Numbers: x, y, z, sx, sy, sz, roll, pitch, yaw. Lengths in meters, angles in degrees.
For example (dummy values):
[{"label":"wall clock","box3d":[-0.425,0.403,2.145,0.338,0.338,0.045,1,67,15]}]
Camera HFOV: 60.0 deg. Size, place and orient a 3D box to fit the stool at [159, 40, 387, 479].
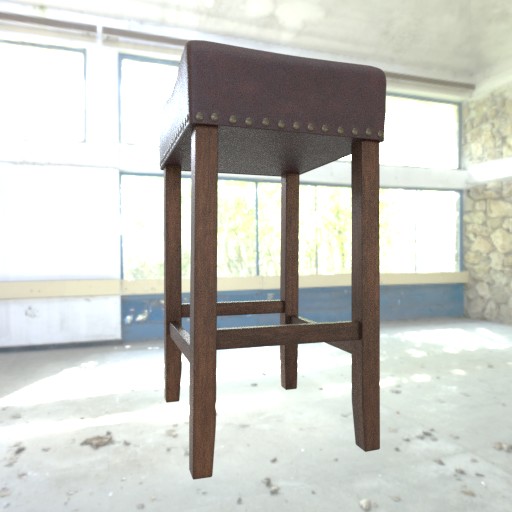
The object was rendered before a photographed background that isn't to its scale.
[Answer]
[{"label":"stool","box3d":[0.000,0.000,1.033,0.401,0.769,0.465,0,1,-18]}]
